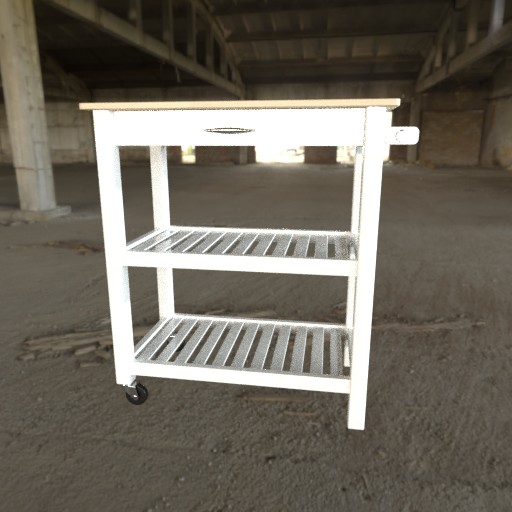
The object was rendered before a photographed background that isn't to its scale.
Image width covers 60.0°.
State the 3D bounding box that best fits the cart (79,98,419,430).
[{"bbox_3d":[0.000,0.000,1.454,0.899,0.927,0.457,2,15,9],"label":"cart"}]
